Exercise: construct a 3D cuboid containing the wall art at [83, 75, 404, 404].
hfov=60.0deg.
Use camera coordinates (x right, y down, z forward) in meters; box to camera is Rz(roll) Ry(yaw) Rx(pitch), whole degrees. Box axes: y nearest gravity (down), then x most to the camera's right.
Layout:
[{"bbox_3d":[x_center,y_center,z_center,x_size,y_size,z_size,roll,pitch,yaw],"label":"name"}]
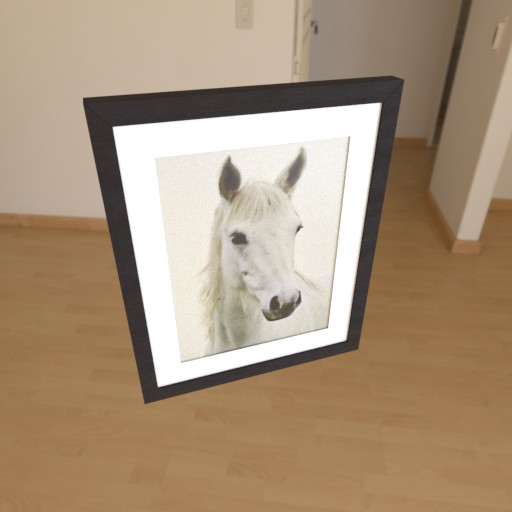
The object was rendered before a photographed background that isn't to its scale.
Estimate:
[{"bbox_3d":[0.000,0.000,0.762,0.455,0.552,0.034,-10,34,-15],"label":"wall art"}]
